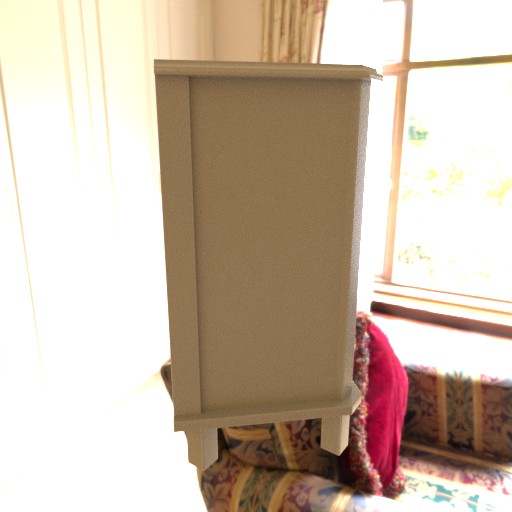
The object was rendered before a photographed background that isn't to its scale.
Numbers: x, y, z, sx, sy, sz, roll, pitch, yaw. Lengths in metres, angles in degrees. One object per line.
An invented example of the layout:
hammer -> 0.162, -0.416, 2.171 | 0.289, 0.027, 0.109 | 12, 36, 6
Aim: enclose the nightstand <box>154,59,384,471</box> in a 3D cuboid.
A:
nightstand -> 0.000, 0.000, 0.914 | 0.348, 0.680, 0.435 | -2, 15, -9
